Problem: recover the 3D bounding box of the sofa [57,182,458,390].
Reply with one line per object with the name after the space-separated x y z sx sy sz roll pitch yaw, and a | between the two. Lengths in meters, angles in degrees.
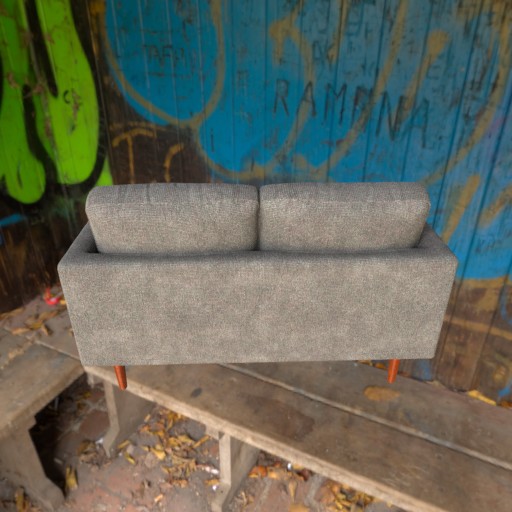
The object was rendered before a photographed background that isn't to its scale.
0.000 0.000 2.181 1.582 0.956 0.903 -1 29 -2 | sofa
